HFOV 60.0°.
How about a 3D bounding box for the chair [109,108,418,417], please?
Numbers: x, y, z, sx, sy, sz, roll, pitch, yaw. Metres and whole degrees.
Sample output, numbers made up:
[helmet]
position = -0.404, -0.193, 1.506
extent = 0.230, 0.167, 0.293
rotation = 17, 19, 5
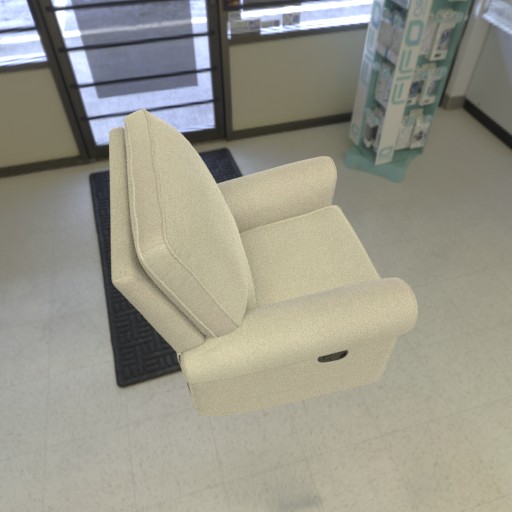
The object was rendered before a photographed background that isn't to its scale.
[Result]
[chair]
position = 0.000, 0.000, 1.641
extent = 0.878, 0.960, 0.890
rotation = -10, 47, -9
